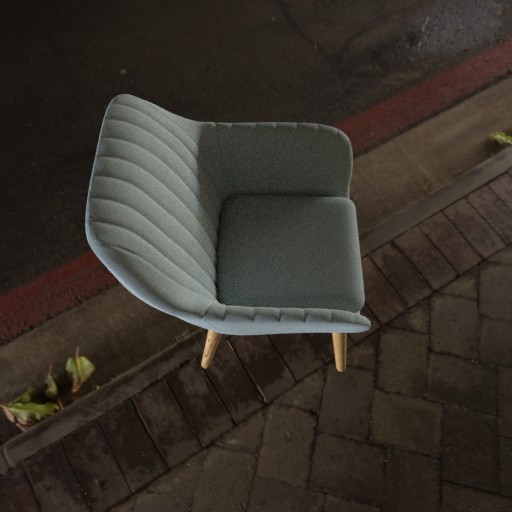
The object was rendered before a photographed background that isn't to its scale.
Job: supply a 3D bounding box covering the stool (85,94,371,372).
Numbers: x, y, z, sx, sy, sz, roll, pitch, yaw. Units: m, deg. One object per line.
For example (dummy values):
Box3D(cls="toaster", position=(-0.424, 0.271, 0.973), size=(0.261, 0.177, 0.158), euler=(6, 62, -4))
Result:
Box3D(cls="stool", position=(0.000, 0.000, 1.167), size=(0.590, 0.830, 0.503), euler=(0, 64, 0))
